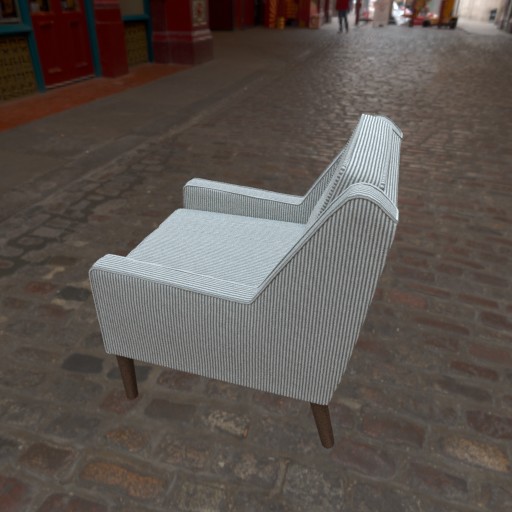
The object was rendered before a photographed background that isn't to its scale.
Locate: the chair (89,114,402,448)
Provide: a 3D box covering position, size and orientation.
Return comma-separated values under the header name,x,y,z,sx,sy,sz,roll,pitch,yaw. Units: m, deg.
name,x,y,z,sx,sy,sz,roll,pitch,yaw
chair,0.000,0.000,1.344,0.743,0.792,0.663,9,32,14
